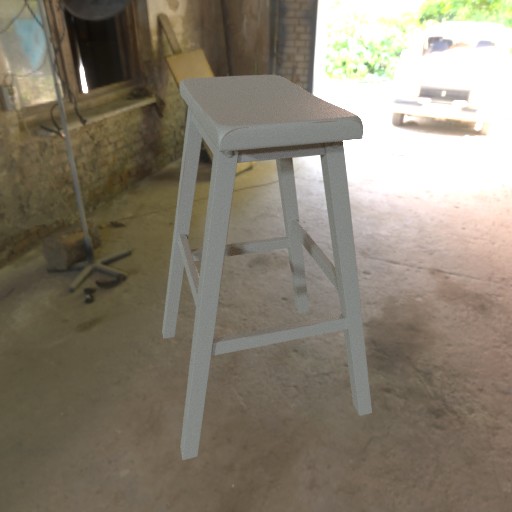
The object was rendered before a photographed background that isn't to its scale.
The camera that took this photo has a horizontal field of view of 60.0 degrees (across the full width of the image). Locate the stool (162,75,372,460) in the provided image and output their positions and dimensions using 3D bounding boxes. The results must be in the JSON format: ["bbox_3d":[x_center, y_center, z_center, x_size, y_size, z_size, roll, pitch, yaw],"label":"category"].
[{"bbox_3d":[0.000,0.000,1.056,0.476,0.737,0.457,-8,32,-14],"label":"stool"}]
